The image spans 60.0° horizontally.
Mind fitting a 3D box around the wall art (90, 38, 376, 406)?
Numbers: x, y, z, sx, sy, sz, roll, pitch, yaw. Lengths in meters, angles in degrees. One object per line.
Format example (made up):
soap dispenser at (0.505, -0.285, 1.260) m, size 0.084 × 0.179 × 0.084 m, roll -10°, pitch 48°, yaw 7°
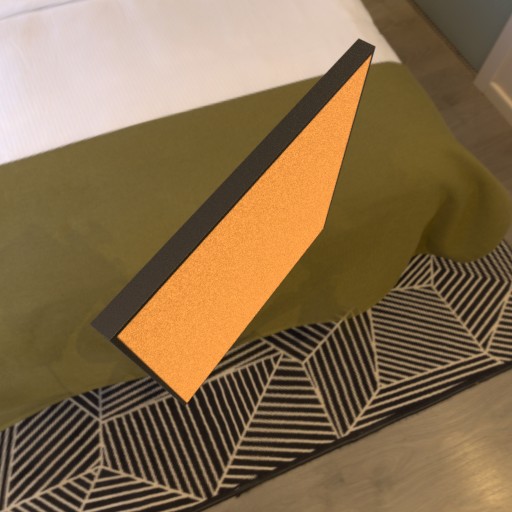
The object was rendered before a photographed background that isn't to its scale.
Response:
wall art at (0.000, 0.000, 1.131) m, size 0.042 × 0.766 × 0.769 m, roll 34°, pitch 69°, yaw 15°
